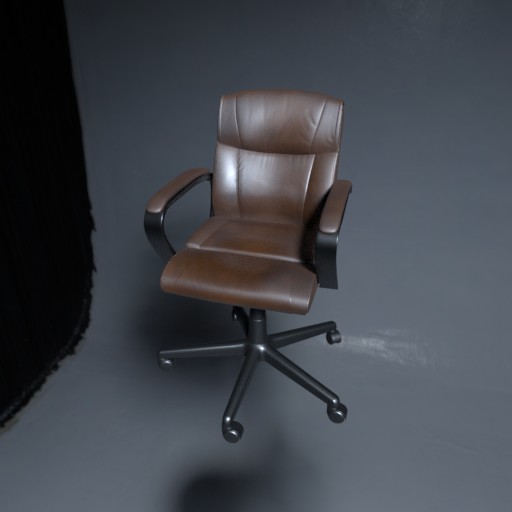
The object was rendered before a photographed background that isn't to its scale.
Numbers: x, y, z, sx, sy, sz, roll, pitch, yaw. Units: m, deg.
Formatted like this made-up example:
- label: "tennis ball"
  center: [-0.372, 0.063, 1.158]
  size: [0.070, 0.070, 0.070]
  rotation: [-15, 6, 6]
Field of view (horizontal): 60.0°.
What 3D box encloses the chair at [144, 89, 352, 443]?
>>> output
- label: "chair"
  center: [0.000, 0.000, 1.511]
  size: [0.739, 1.004, 0.717]
  rotation: [8, 28, 15]
